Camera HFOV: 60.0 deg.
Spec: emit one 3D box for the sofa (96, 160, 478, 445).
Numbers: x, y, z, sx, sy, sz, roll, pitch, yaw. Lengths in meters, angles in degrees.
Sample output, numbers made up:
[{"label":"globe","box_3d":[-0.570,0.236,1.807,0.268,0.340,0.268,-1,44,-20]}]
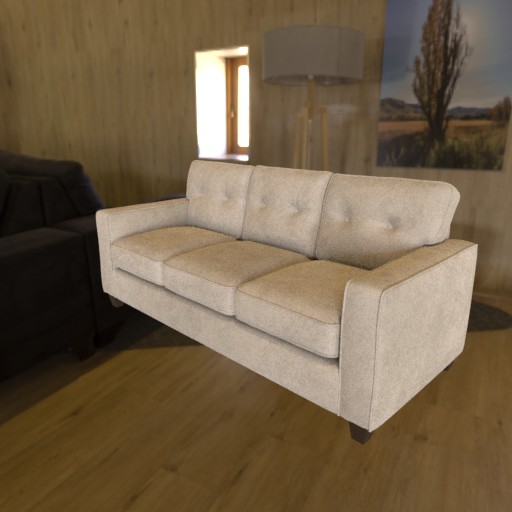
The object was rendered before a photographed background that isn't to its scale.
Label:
[{"label":"sofa","box_3d":[0.000,0.000,2.569,2.133,0.965,0.939,16,23,42]}]
